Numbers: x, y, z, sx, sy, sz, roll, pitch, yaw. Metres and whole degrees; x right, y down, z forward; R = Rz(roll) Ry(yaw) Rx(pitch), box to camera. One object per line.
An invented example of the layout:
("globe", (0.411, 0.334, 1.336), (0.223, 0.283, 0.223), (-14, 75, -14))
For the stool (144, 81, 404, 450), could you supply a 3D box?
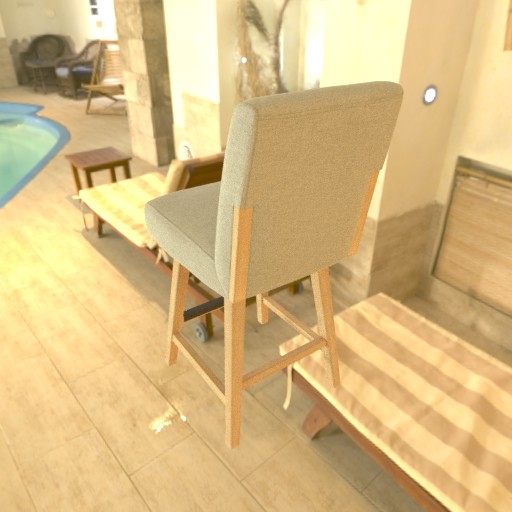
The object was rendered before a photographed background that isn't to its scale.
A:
("stool", (0.000, 0.000, 1.411), (0.507, 1.085, 0.606), (-19, 35, -30))
